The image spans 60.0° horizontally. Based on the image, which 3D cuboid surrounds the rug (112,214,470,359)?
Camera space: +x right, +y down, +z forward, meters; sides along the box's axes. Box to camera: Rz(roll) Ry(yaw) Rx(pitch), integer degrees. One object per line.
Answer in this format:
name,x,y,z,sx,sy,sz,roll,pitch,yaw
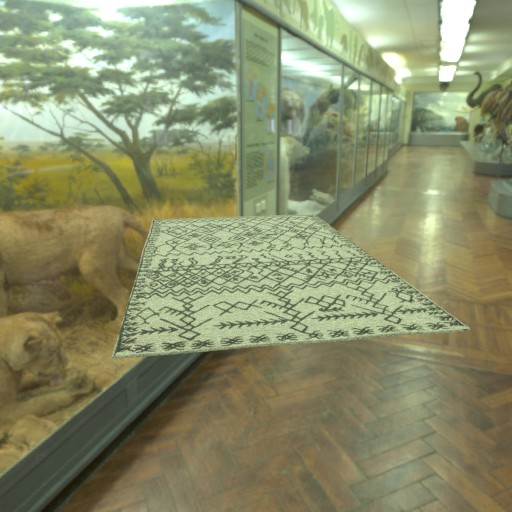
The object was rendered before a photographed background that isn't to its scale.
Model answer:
rug,0.000,0.000,4.677,2.393,0.019,3.824,-3,18,-9
